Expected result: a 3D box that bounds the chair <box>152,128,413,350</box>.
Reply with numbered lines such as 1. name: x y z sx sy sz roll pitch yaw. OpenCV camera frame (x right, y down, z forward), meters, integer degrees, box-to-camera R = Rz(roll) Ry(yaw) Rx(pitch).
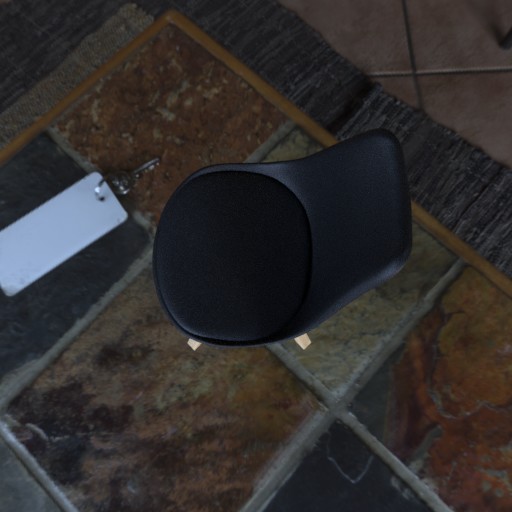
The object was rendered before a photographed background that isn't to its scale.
1. chair: 0.000 0.000 1.183 0.549 0.850 0.485 0 76 0
